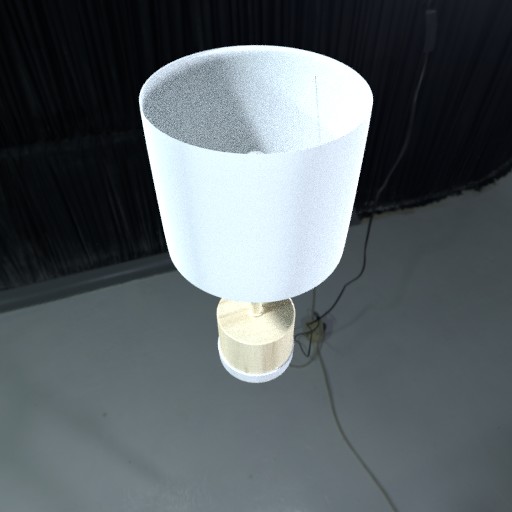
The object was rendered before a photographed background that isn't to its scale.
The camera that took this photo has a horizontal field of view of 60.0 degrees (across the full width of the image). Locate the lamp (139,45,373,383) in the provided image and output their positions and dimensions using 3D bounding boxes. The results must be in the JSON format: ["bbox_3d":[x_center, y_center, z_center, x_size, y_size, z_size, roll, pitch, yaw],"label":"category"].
[{"bbox_3d":[0.000,0.000,0.605,0.229,0.470,0.229,-16,48,-15],"label":"lamp"}]
